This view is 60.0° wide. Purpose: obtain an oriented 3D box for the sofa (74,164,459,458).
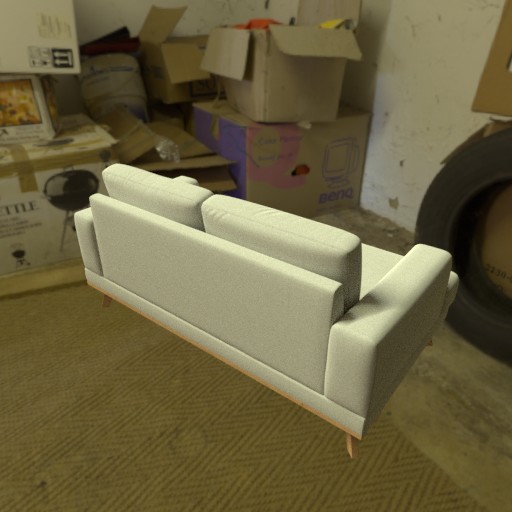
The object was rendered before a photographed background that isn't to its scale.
[{"bbox_3d":[0.000,0.000,2.117,1.651,0.810,0.915,21,35,33],"label":"sofa"}]
